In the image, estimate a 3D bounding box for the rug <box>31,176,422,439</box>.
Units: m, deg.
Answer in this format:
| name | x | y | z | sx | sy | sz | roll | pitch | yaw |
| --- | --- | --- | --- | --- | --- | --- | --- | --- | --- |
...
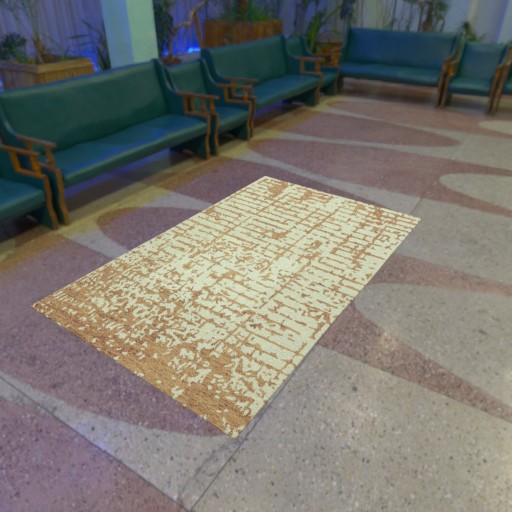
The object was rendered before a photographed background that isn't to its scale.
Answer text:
| name | x | y | z | sx | sy | sz | roll | pitch | yaw |
| --- | --- | --- | --- | --- | --- | --- | --- | --- | --- |
| rug | 0.000 | 0.000 | 3.063 | 1.517 | 0.011 | 2.435 | 21 | 38 | 29 |
